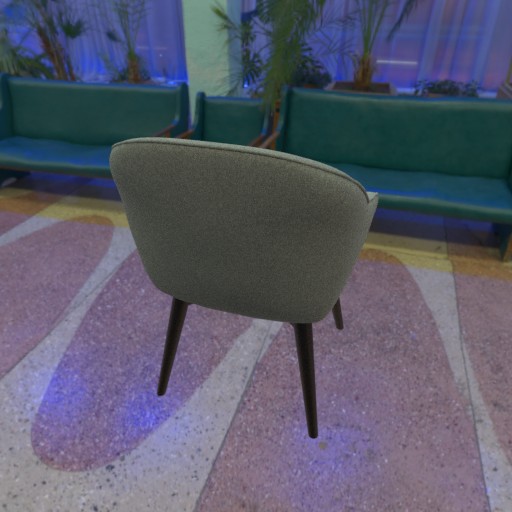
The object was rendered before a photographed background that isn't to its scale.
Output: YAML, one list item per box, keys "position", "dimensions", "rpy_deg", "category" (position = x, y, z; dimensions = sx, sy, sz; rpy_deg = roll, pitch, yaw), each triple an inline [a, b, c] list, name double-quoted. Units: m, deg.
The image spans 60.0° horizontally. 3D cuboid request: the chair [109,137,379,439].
- position: [0.000, 0.000, 1.212]
  dimensions: [0.589, 0.810, 0.611]
  rpy_deg: [10, 34, 15]
  category: "chair"
